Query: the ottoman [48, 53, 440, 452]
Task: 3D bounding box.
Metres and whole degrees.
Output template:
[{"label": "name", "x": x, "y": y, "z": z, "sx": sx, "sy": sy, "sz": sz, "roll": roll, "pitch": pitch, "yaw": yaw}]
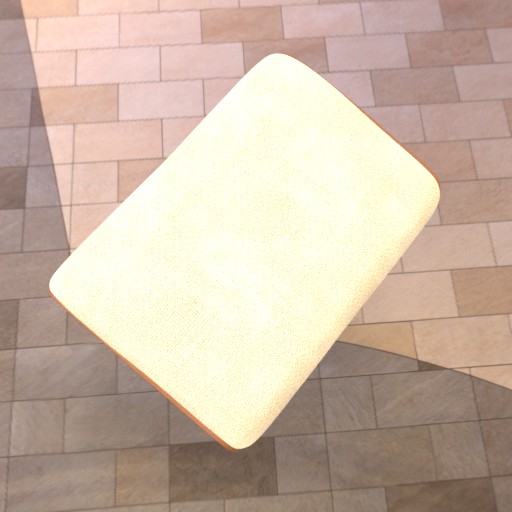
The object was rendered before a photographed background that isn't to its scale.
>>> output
[{"label": "ottoman", "x": 0.000, "y": 0.000, "z": 0.800, "sx": 0.394, "sy": 0.391, "sz": 0.520, "roll": 39, "pitch": 79, "yaw": 9}]
